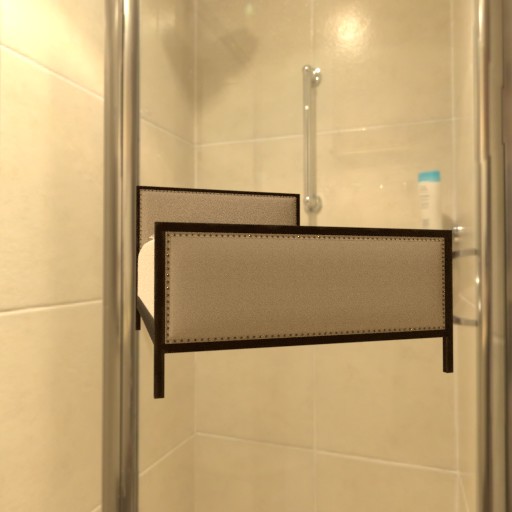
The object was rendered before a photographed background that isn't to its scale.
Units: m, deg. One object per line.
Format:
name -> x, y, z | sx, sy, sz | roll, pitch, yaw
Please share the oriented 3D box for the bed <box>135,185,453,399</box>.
bed -> 0.000, 0.000, 3.226 | 1.607, 1.313, 2.221 | 0, -1, -17
